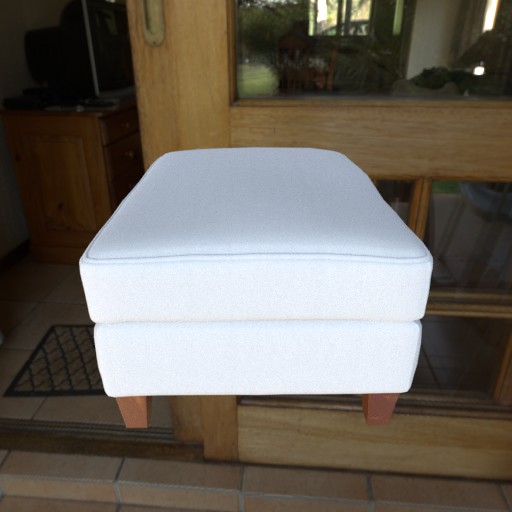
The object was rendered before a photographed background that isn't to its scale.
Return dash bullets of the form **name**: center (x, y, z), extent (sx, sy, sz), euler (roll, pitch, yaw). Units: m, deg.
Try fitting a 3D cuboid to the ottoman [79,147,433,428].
- **ottoman**: center (0.000, 0.000, 1.183), extent (0.634, 0.479, 0.818), euler (0, 25, -1)
